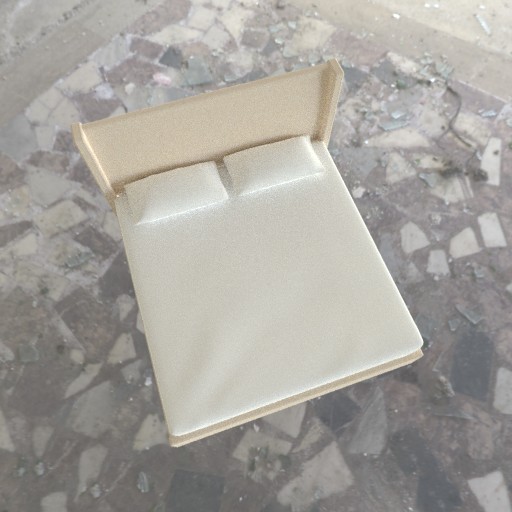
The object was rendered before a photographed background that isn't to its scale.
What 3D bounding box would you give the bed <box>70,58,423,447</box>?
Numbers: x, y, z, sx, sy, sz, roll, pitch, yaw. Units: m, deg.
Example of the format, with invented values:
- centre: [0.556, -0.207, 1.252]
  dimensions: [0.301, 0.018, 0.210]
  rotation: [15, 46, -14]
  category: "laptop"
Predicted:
- centre: [0.000, 0.000, 3.642]
  dimensions: [2.145, 1.471, 2.293]
  rotation: [-17, 66, -8]
  category: "bed"
